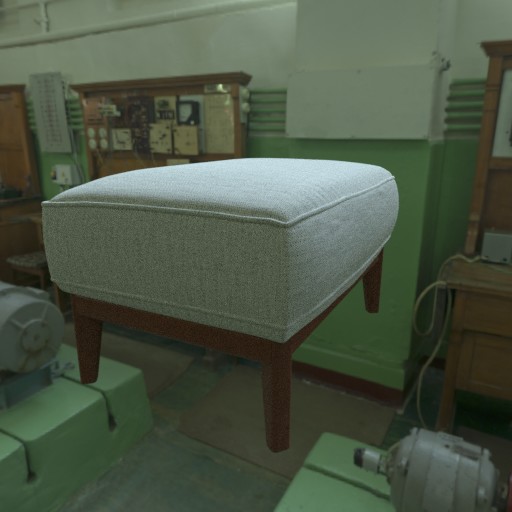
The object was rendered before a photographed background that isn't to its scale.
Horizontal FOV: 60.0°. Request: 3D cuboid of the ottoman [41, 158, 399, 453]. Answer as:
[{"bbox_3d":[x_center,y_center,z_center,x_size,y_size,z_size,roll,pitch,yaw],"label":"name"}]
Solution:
[{"bbox_3d":[0.000,0.000,1.122,0.594,0.465,0.794,8,18,27],"label":"ottoman"}]
